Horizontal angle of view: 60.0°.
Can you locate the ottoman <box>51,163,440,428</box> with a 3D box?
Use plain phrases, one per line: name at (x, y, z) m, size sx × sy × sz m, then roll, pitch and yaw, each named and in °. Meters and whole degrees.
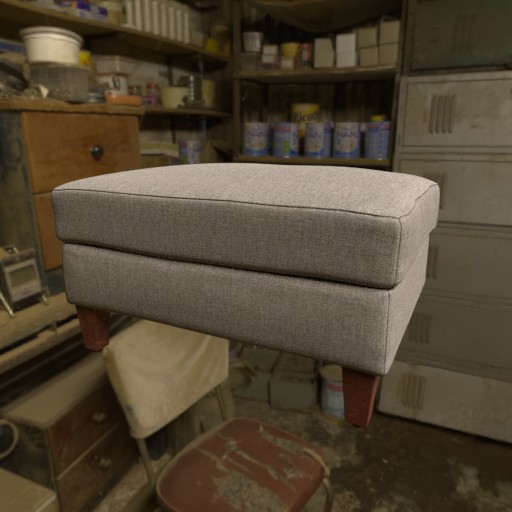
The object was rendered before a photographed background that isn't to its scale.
ottoman at (0.000, 0.000, 1.225) m, size 0.873 × 0.494 × 0.639 m, roll 8°, pitch 17°, yaw 25°
